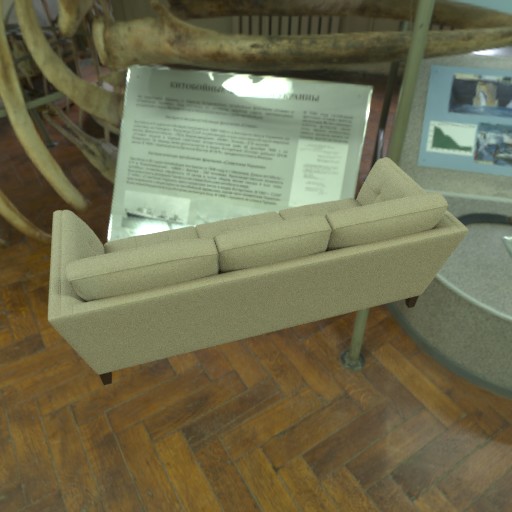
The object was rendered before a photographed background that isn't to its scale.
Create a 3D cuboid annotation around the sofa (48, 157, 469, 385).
[{"bbox_3d":[0.000,0.000,2.921,2.388,0.940,0.965,-12,42,-13],"label":"sofa"}]
